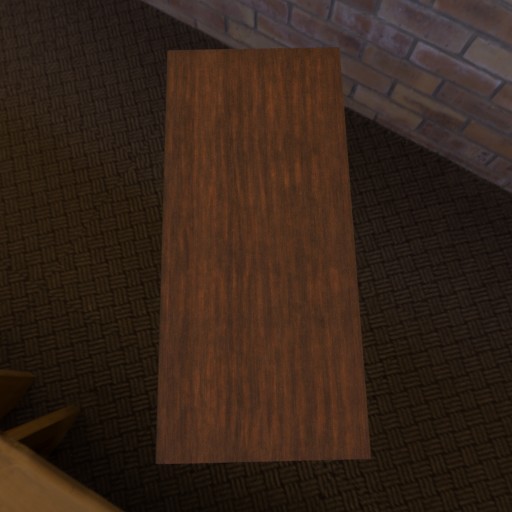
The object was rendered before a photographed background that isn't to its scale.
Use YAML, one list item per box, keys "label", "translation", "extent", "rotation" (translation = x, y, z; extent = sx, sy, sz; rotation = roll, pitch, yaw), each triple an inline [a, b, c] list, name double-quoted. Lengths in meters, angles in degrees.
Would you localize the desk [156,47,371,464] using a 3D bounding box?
- label: "desk"
  translation: [0.000, 0.000, 2.014]
  extent: [0.724, 0.762, 1.575]
  rotation: [-1, 77, 0]
